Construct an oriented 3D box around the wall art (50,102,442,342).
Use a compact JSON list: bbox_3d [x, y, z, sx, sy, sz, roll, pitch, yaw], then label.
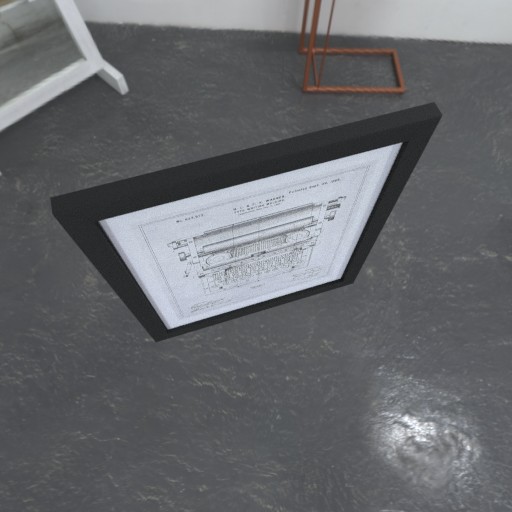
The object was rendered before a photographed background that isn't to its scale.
[{"bbox_3d":[0.000,0.000,0.702,0.432,0.508,0.021,-16,66,-7],"label":"wall art"}]
